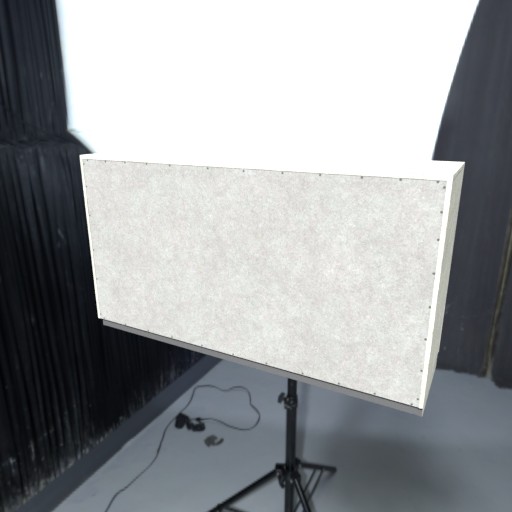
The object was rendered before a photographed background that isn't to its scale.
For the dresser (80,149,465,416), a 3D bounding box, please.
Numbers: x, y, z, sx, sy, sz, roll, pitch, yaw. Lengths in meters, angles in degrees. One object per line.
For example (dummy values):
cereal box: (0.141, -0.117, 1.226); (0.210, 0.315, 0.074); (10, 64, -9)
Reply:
dresser: (0.000, 0.000, 2.057); (1.628, 0.889, 0.483); (9, 20, 27)
